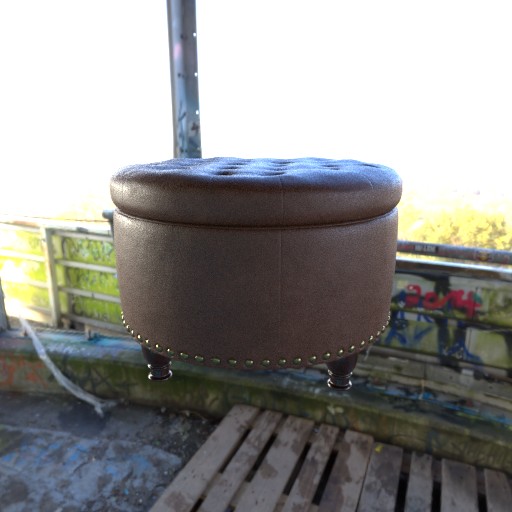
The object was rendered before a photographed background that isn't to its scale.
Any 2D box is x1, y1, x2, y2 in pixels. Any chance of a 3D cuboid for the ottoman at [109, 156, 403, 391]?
[{"bbox_3d":[0.000,0.000,1.057,0.637,0.442,0.637,0,15,0],"label":"ottoman"}]
